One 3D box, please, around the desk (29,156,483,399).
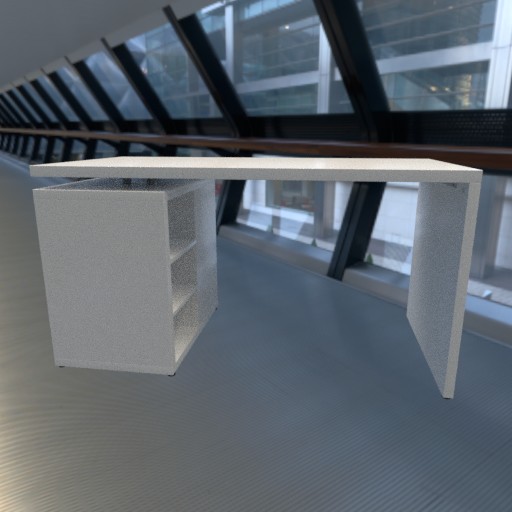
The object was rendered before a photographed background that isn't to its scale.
[{"bbox_3d":[0.000,0.000,1.777,1.400,0.740,0.690,2,15,8],"label":"desk"}]
